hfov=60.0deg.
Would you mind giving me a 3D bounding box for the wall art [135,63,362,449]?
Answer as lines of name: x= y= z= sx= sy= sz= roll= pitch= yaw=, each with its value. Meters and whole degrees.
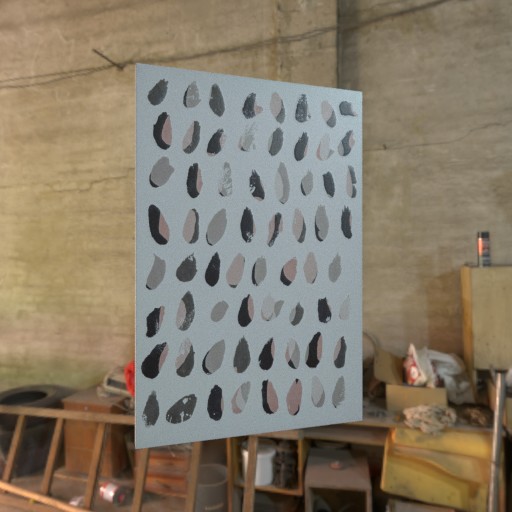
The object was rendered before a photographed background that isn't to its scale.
wall art: x=0.000 y=0.000 z=1.159 sx=0.610 sy=0.916 sz=0.037 roll=0 pitch=0 yaw=-18
